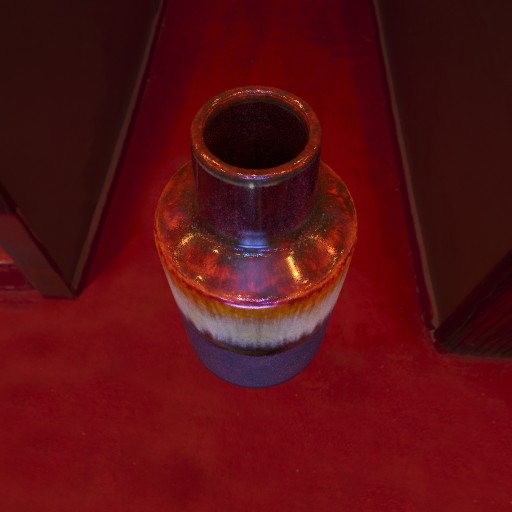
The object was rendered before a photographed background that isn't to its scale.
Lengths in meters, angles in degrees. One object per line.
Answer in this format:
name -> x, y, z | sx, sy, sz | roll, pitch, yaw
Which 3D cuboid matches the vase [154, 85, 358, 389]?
vase -> 0.000, 0.000, 0.267 | 0.108, 0.204, 0.108 | 0, 59, 0
